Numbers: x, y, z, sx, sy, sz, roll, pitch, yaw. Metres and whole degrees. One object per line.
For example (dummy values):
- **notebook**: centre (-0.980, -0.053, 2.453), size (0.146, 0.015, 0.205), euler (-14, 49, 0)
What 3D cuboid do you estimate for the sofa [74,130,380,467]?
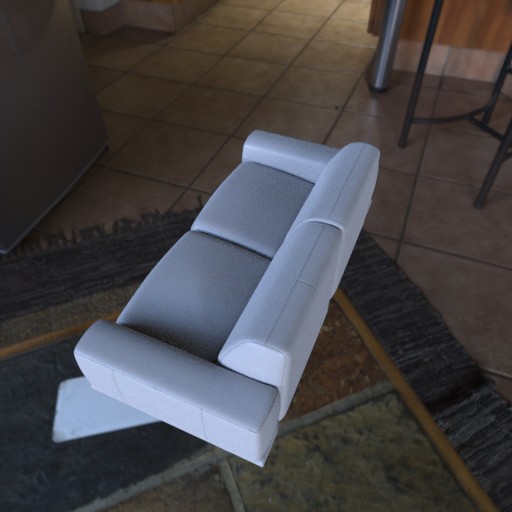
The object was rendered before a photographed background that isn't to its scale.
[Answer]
- **sofa**: centre (0.000, 0.000, 2.413), size (0.900, 0.772, 1.901), euler (18, 49, 16)
